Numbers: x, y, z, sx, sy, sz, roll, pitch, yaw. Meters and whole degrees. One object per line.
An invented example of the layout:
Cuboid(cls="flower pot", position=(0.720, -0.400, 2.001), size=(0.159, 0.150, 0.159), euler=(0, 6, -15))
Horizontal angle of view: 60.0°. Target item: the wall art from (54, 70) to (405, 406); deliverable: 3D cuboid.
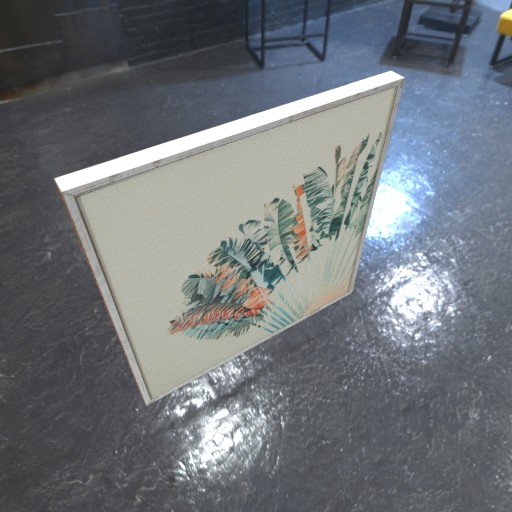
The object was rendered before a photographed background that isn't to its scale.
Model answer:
Cuboid(cls="wall art", position=(0.000, 0.000, 0.755), size=(0.508, 0.506, 0.029), euler=(-25, 51, -22))
